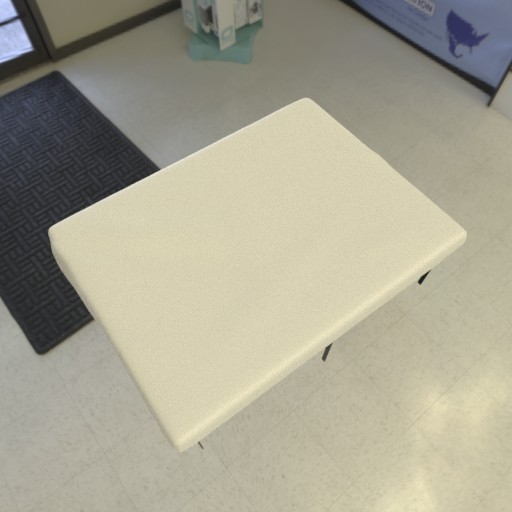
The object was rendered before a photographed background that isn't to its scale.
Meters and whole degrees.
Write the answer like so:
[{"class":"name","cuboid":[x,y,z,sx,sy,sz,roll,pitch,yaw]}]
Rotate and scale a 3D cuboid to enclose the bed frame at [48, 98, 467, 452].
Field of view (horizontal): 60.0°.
[{"class":"bed frame","cuboid":[0.000,0.000,2.947,2.151,0.667,1.584,-32,64,-18]}]
